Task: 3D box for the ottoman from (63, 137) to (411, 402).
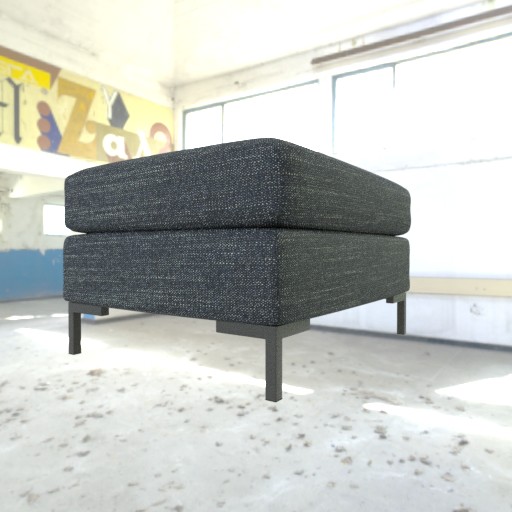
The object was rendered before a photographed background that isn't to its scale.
[{"bbox_3d":[0.000,0.000,1.250,0.667,0.491,0.814,1,1,35],"label":"ottoman"}]
